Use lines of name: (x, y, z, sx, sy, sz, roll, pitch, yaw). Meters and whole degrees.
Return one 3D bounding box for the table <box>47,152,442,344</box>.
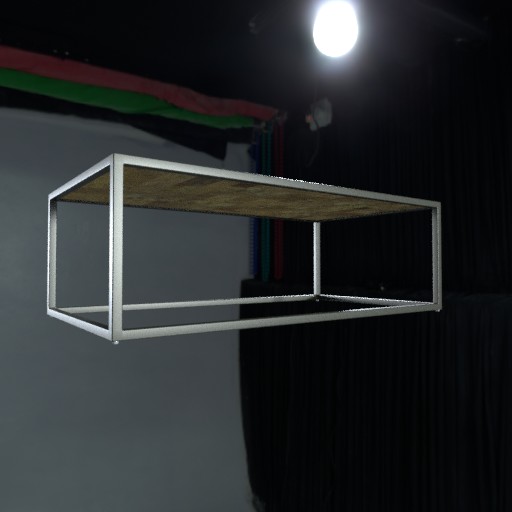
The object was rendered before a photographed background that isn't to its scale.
table: (0.000, 0.000, 1.527, 1.199, 0.398, 0.649, 1, -2, -36)
